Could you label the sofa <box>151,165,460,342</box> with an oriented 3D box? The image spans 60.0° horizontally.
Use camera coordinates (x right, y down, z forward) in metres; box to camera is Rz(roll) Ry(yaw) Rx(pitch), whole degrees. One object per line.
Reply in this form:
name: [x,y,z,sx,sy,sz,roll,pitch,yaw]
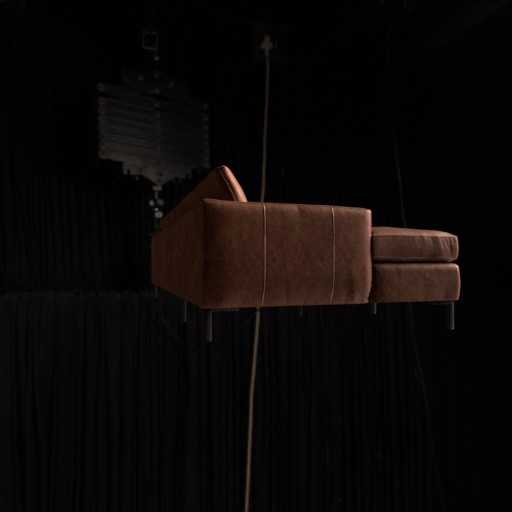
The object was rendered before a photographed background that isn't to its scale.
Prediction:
sofa: [0.000,0.000,3.655,1.471,0.859,2.993,0,-1,-18]
